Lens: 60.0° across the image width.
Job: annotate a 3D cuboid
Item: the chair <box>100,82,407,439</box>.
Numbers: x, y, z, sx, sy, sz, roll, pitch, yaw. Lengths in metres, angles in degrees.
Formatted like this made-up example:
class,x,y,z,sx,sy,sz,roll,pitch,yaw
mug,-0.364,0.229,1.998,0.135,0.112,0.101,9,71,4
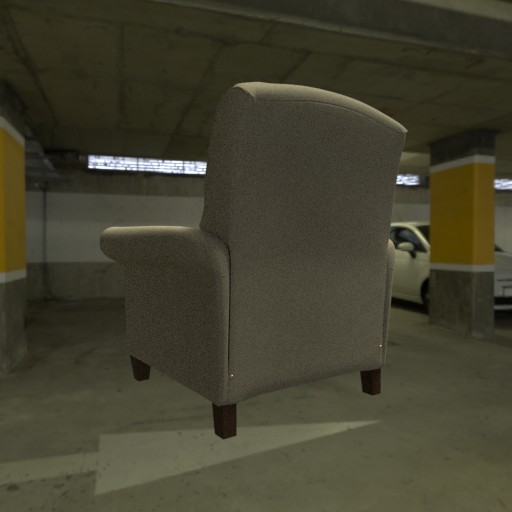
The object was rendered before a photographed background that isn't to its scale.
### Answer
class,x,y,z,sx,sy,sz,roll,pitch,yaw
chair,0.000,0.000,1.767,0.978,1.061,0.905,-1,1,-36
